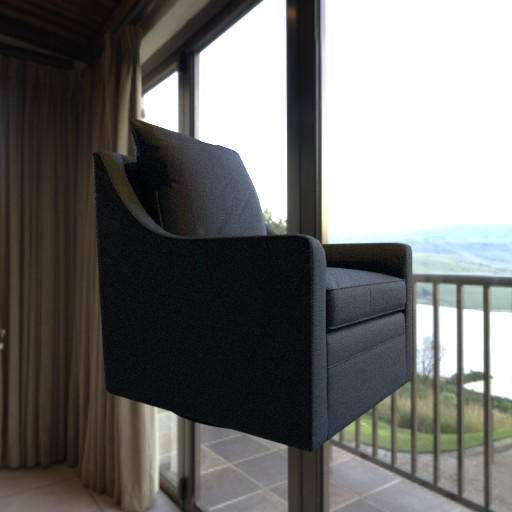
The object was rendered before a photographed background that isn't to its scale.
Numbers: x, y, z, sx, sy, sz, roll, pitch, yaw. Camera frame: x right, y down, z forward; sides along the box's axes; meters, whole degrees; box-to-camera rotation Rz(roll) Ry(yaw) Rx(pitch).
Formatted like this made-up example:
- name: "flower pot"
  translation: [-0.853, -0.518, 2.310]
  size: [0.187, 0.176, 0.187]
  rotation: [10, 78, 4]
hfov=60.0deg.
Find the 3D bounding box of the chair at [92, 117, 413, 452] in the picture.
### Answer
- name: "chair"
  translation: [0.000, 0.000, 1.544]
  size: [0.870, 0.939, 0.750]
  rotation: [0, 0, 36]
